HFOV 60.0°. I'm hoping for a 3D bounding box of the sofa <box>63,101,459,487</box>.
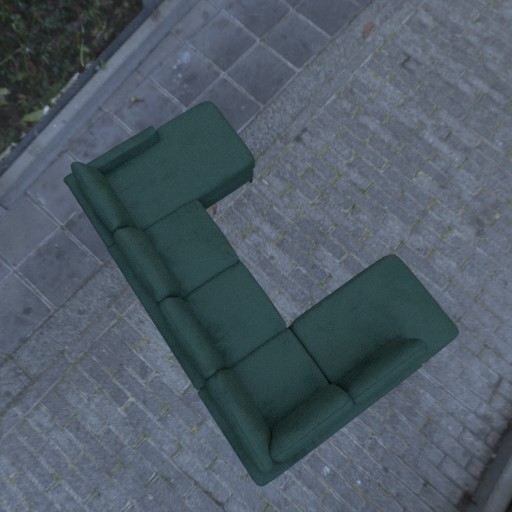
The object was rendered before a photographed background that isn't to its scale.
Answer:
[{"bbox_3d":[0.000,0.000,3.781,1.992,0.861,2.994,-34,78,-8],"label":"sofa"}]
